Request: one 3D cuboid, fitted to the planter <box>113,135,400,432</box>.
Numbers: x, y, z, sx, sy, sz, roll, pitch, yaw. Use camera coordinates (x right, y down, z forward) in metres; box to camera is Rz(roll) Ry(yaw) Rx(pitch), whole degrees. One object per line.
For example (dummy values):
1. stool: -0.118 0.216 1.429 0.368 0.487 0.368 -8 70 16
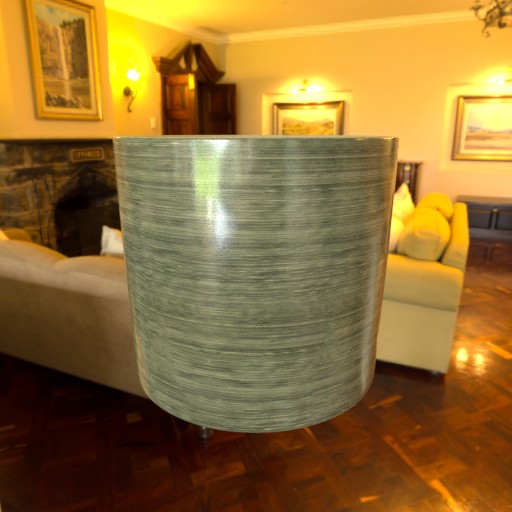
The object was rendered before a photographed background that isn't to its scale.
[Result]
1. planter: 0.000 0.000 0.385 0.221 0.201 0.221 0 16 0
